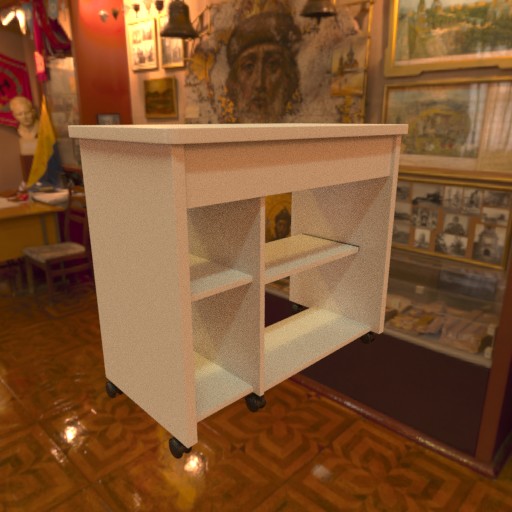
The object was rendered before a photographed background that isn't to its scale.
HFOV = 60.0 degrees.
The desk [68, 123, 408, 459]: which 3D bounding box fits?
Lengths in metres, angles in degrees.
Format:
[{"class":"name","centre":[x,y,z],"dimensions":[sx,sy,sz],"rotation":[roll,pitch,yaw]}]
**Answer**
[{"class":"desk","centre":[0.000,0.000,1.345],"dimensions":[0.877,0.763,0.475],"rotation":[-16,23,-41]}]
